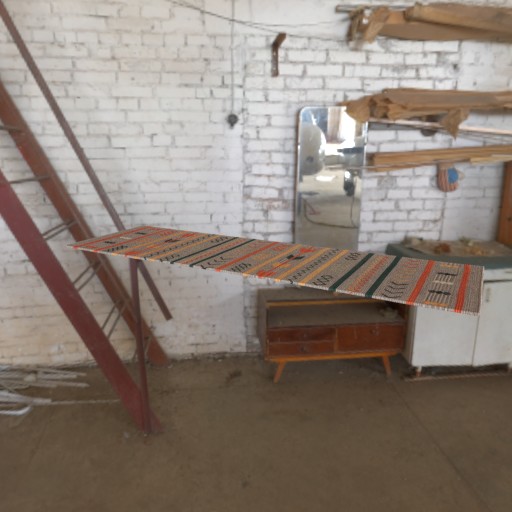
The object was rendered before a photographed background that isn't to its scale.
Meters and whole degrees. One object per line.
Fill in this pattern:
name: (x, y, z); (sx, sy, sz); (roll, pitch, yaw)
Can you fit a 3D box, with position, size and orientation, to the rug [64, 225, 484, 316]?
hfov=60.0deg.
rug: (0.000, 0.000, 2.632); (2.419, 0.022, 0.744); (8, 17, 27)
